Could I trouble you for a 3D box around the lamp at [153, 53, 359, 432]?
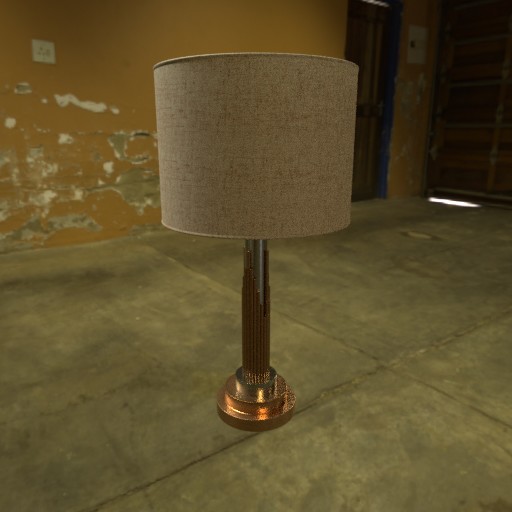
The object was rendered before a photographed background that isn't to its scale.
[{"bbox_3d":[0.000,0.000,0.786,0.321,0.610,0.321,2,15,8],"label":"lamp"}]
